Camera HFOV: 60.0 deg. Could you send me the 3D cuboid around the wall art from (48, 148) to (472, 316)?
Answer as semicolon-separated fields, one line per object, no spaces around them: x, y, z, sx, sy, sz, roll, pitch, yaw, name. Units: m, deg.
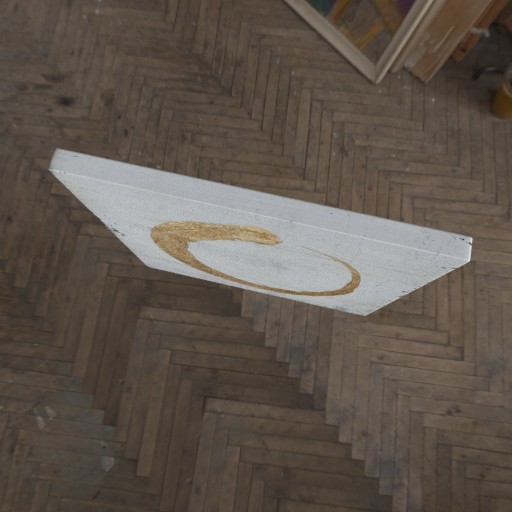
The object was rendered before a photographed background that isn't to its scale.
0.000;0.000;0.920;0.610;0.611;0.040;13;76;3;wall art
